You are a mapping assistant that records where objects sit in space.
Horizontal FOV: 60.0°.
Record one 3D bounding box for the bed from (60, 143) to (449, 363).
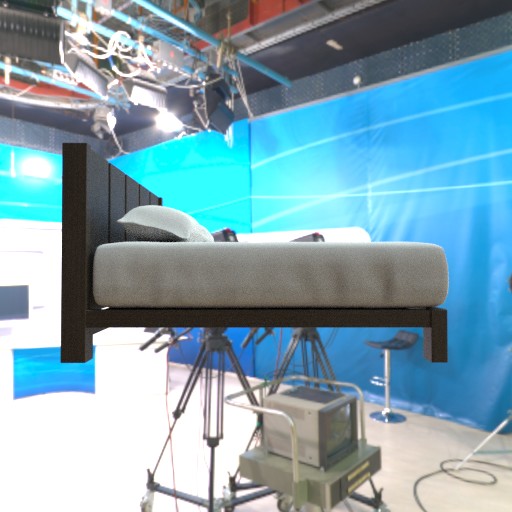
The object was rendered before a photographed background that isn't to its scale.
[{"bbox_3d":[0.000,0.000,3.603,2.238,1.261,2.143,0,-1,0],"label":"bed"}]
